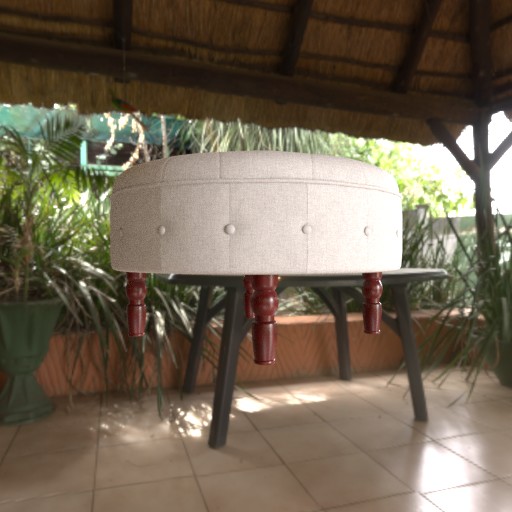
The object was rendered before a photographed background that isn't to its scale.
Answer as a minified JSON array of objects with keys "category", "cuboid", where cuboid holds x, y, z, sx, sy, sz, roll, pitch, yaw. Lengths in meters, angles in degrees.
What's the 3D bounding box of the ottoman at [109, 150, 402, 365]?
[{"category":"ottoman","cuboid":[0.000,0.000,1.354,0.849,0.478,0.849,0,0,0]}]
